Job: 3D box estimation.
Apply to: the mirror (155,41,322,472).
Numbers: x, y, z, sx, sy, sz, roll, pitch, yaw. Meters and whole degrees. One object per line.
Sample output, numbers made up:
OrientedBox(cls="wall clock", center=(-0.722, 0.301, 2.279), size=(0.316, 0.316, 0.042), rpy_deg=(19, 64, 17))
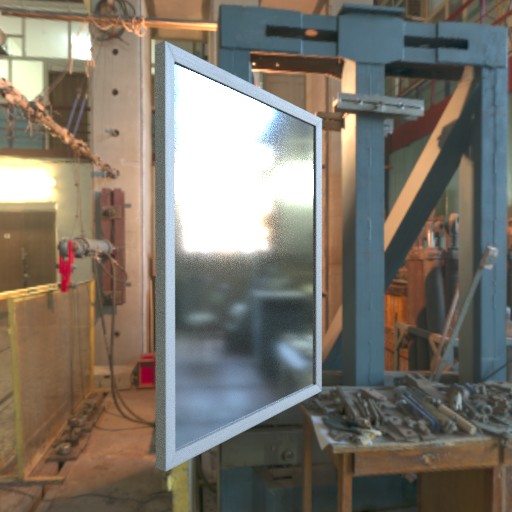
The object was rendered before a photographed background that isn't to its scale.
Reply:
OrientedBox(cls="mirror", center=(0.000, 0.000, 1.360), size=(0.040, 1.016, 0.762), rpy_deg=(0, 1, 37))
